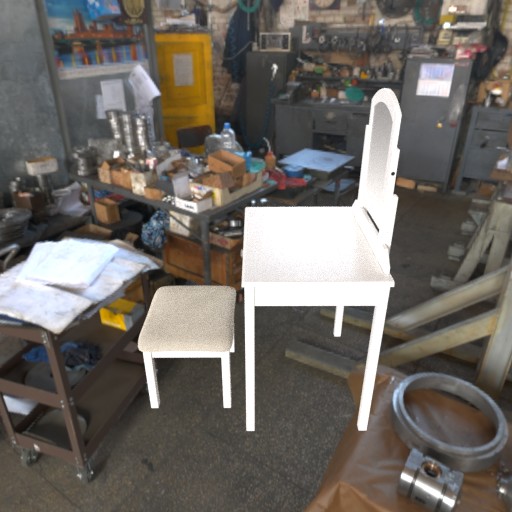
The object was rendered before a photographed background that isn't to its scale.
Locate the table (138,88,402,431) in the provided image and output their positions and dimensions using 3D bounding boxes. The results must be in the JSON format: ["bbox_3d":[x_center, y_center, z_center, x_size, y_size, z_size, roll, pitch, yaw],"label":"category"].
[{"bbox_3d":[0.000,0.000,2.296,1.211,1.631,0.876,0,28,0],"label":"table"}]
